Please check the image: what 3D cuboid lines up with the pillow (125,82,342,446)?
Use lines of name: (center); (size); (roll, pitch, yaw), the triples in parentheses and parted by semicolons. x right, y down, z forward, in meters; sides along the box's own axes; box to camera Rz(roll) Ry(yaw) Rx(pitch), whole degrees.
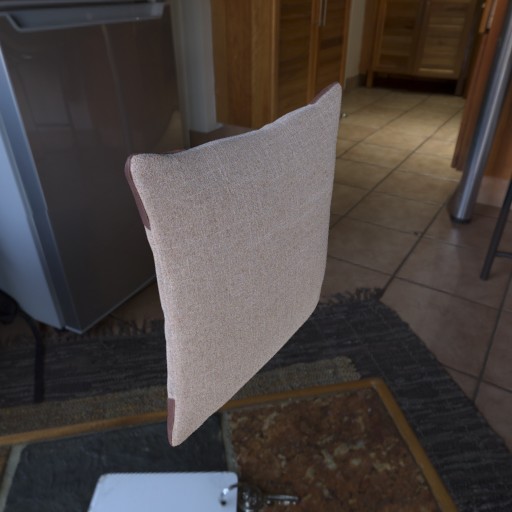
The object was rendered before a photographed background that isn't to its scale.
pillow: (0.000, 0.000, 0.687); (0.147, 0.448, 0.437); (21, 38, 29)
